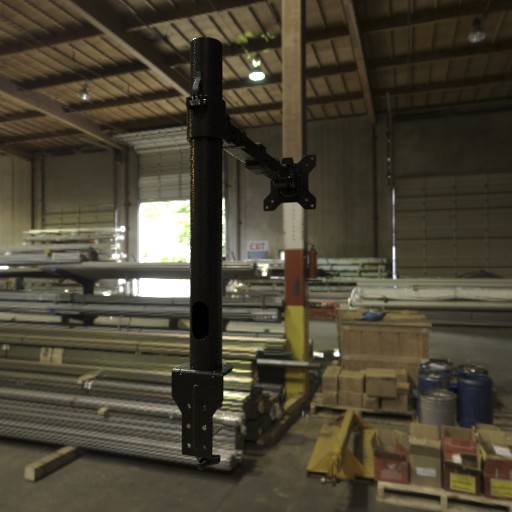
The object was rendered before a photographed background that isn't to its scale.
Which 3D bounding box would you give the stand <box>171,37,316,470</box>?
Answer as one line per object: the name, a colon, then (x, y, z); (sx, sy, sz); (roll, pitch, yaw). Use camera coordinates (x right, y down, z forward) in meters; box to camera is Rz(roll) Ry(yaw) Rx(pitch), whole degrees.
stand: (0.000, 0.000, 0.721); (0.115, 0.510, 0.456); (0, -1, 18)
